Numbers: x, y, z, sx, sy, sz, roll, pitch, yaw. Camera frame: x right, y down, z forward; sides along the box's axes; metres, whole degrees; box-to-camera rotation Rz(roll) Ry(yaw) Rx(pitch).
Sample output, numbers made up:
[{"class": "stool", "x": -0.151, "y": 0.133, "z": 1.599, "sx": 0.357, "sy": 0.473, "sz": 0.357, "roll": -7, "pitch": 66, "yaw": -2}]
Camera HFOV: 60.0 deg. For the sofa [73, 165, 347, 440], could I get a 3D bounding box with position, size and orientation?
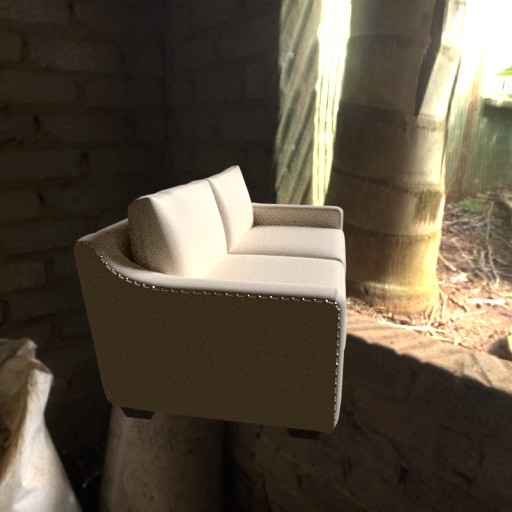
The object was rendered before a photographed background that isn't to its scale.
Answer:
[{"class": "sofa", "x": 0.000, "y": 0.000, "z": 2.357, "sx": 0.949, "sy": 0.830, "sz": 1.812, "roll": 3, "pitch": 16, "yaw": 10}]
